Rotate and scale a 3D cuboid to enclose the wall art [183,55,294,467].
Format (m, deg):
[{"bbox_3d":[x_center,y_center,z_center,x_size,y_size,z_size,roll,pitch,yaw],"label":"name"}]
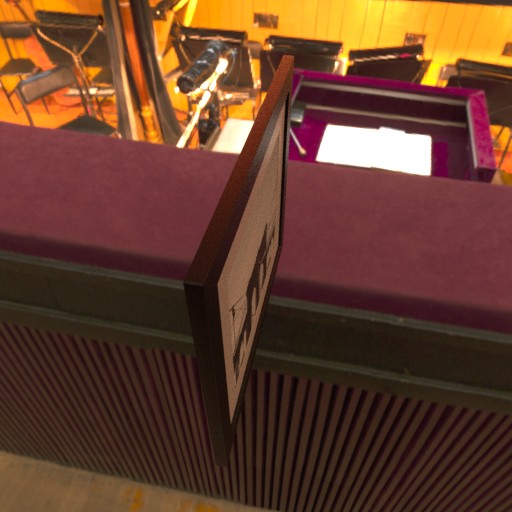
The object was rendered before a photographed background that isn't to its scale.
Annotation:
[{"bbox_3d":[0.000,0.000,0.731,0.018,0.450,0.521,9,46,9],"label":"wall art"}]
